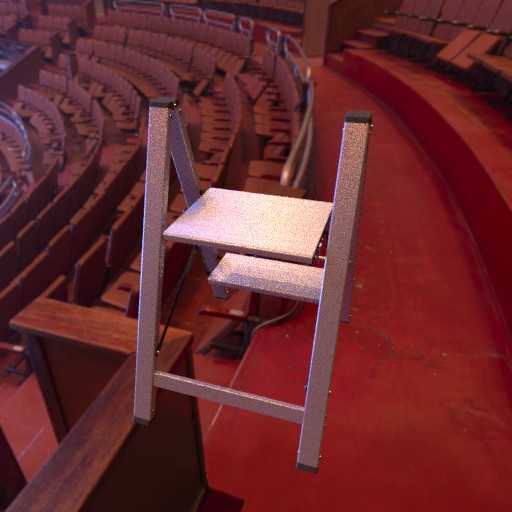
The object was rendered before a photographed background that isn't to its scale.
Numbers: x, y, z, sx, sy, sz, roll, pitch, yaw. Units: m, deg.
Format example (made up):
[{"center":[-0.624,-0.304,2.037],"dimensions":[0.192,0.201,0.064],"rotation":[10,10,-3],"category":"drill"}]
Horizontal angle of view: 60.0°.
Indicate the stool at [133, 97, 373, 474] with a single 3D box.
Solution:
[{"center":[0.000,0.000,1.019],"dimensions":[0.440,0.670,0.535],"rotation":[9,32,15],"category":"stool"}]
